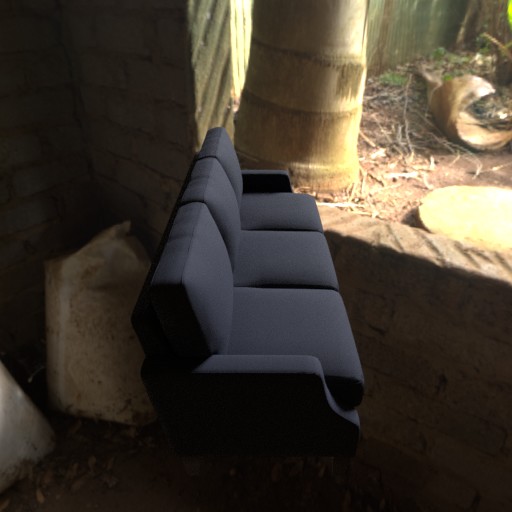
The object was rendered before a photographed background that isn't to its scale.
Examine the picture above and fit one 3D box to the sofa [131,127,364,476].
[{"bbox_3d":[0.000,0.000,2.537,0.888,0.984,2.115,0,31,0],"label":"sofa"}]
